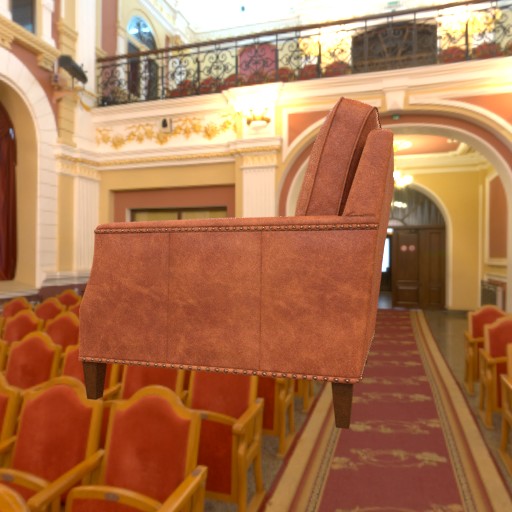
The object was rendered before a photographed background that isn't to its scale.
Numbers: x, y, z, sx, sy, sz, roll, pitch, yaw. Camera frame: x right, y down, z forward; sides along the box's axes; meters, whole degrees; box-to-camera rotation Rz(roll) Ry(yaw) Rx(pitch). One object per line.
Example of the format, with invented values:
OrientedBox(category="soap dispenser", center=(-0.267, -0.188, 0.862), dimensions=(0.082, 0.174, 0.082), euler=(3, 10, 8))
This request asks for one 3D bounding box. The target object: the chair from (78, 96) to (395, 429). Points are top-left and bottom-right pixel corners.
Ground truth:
OrientedBox(category="chair", center=(0.000, 0.000, 1.703), dimensions=(1.014, 0.943, 0.853), euler=(0, 0, 18))
